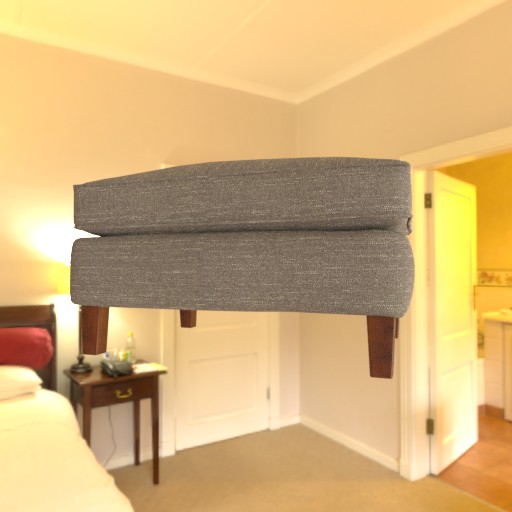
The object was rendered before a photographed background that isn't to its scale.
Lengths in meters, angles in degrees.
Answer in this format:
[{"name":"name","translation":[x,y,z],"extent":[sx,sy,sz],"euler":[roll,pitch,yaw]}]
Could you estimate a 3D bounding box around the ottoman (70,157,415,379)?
[{"name":"ottoman","translation":[0.000,0.000,1.022],"extent":[0.686,0.406,0.508],"euler":[0,-1,19]}]
